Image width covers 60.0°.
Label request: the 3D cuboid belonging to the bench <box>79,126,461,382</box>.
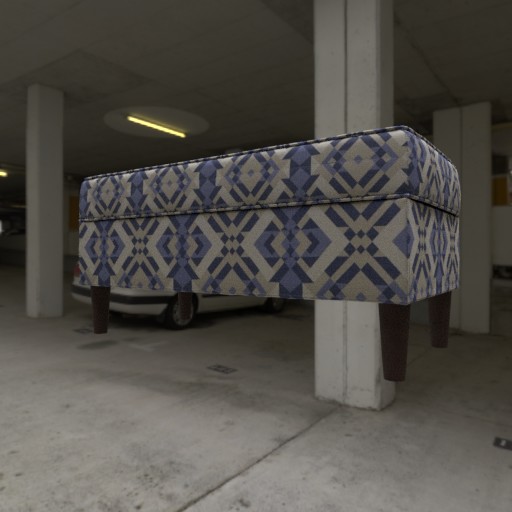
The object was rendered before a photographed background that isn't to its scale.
[{"bbox_3d":[0.000,0.000,1.270,1.016,0.477,0.492,0,0,35],"label":"bench"}]
